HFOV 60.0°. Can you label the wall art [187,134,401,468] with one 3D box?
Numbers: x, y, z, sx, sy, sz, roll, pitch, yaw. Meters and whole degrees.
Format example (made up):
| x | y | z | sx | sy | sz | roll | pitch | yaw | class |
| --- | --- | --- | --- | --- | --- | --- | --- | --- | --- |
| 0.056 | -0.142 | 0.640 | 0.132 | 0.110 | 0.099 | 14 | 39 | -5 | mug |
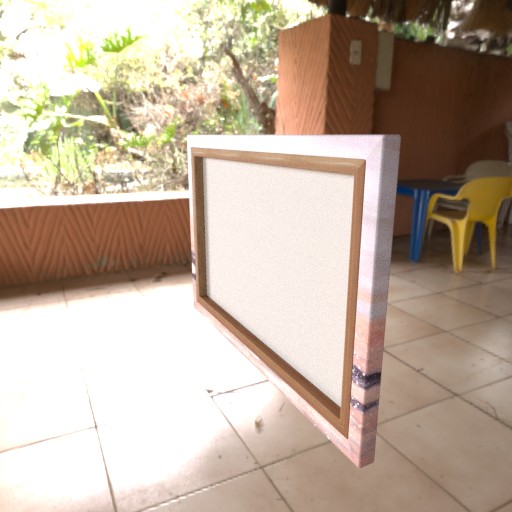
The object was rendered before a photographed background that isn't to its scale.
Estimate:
| x | y | z | sx | sy | sz | roll | pitch | yaw | class |
| --- | --- | --- | --- | --- | --- | --- | --- | --- | --- |
| 0.000 | 0.000 | 1.154 | 0.038 | 0.609 | 0.913 | -8 | 17 | -27 | wall art |
